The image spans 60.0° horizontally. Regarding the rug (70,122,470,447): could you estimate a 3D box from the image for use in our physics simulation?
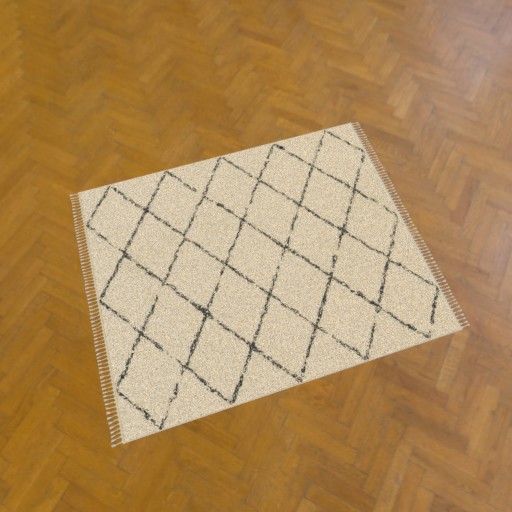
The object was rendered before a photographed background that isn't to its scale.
[{"bbox_3d":[0.000,0.000,4.028,3.051,0.013,2.380,-16,65,-8],"label":"rug"}]
